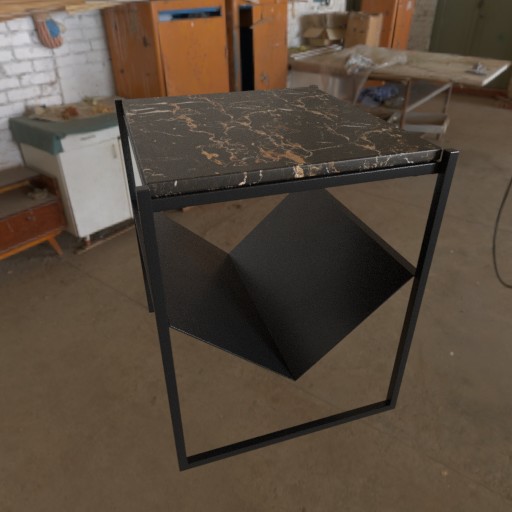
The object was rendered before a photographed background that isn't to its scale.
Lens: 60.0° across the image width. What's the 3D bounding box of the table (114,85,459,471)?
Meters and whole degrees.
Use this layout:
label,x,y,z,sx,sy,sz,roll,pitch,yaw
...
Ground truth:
label,x,y,z,sx,sy,sz,roll,pitch,yaw
table,0.000,0.000,0.877,0.432,0.534,0.469,-10,33,-15
